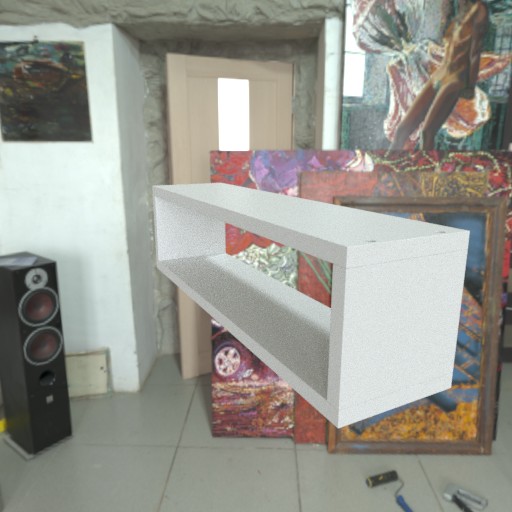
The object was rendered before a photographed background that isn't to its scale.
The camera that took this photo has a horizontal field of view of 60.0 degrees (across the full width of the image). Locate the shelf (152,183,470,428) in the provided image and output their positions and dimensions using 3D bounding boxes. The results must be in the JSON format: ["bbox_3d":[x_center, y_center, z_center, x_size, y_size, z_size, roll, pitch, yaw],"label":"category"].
[{"bbox_3d":[0.000,0.000,0.679,0.150,0.170,0.610,-7,16,-27],"label":"shelf"}]
